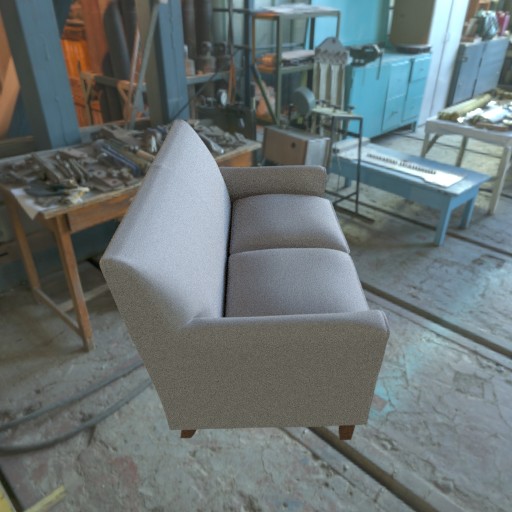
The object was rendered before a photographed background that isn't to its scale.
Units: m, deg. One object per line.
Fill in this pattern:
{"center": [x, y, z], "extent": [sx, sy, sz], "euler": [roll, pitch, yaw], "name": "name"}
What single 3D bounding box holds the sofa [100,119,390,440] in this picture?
{"center": [0.000, 0.000, 2.072], "extent": [0.888, 0.890, 1.482], "euler": [0, 32, -1], "name": "sofa"}
